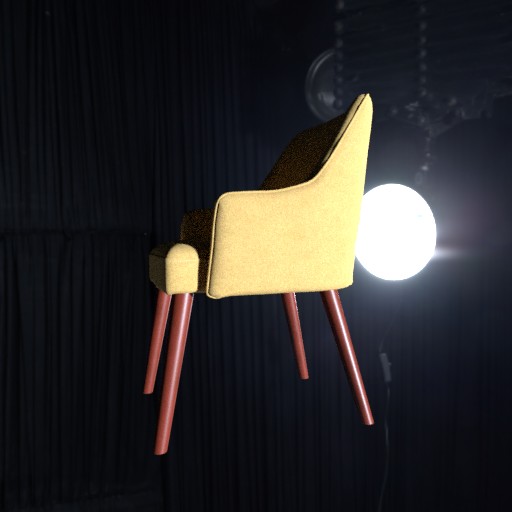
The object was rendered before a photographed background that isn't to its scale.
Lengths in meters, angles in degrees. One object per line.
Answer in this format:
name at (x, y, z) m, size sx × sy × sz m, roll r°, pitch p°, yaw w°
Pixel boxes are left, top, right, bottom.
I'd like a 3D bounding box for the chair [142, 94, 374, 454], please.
chair at (0.000, 0.000, 1.250) m, size 0.605 × 0.849 × 0.548 m, roll 0°, pitch 1°, yaw -17°
